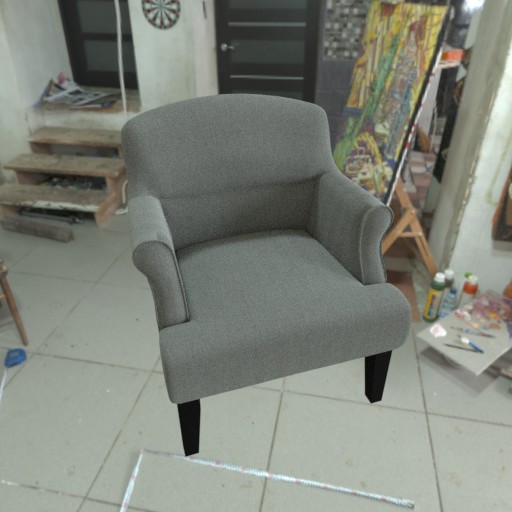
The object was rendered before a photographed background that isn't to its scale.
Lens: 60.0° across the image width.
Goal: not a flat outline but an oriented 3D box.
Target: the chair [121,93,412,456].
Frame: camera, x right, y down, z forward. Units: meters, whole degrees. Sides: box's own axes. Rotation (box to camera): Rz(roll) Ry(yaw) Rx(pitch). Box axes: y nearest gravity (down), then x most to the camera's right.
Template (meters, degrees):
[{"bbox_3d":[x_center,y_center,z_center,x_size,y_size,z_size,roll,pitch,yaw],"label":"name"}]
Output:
[{"bbox_3d":[0.000,0.000,1.448,0.772,0.880,0.755,-10,33,-15],"label":"chair"}]
